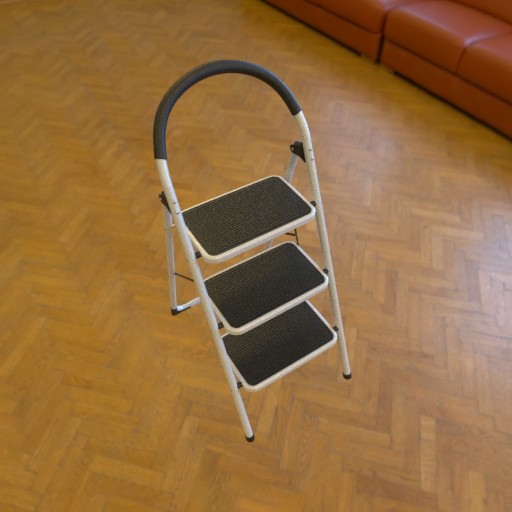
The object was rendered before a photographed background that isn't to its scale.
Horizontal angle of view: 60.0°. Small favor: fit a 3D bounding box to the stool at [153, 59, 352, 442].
[{"bbox_3d":[0.000,0.000,1.456,0.485,1.109,0.676,-25,53,-21],"label":"stool"}]
